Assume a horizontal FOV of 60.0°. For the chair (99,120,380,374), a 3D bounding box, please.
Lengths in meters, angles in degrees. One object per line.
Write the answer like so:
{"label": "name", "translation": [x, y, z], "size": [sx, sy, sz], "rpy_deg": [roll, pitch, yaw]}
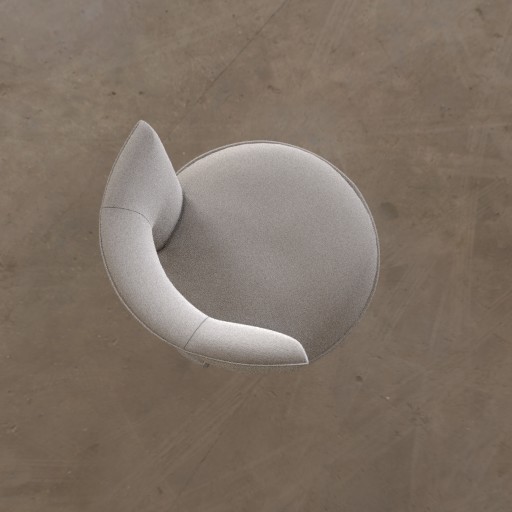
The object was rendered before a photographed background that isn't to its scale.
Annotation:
{"label": "chair", "translation": [0.000, 0.000, 1.227], "size": [0.665, 0.723, 0.650], "rpy_deg": [-33, 77, -9]}
